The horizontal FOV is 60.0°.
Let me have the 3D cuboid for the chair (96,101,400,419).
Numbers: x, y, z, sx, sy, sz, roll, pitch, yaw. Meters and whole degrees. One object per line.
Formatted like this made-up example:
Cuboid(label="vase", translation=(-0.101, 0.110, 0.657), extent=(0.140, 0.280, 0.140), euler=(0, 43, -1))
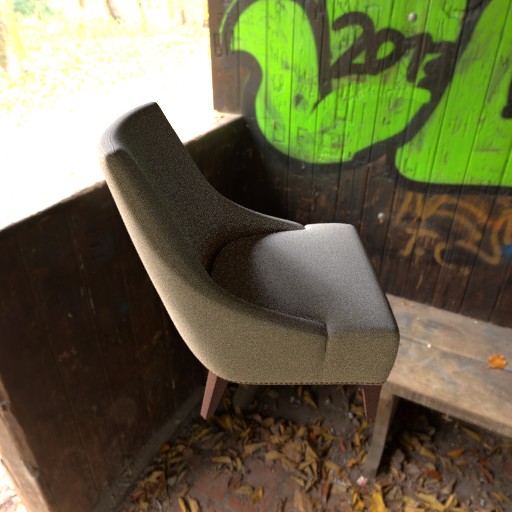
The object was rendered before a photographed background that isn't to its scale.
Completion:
Cuboid(label="chair", translation=(0.000, 0.000, 1.508), extent=(0.861, 0.909, 0.701), euler=(0, 32, 0))
